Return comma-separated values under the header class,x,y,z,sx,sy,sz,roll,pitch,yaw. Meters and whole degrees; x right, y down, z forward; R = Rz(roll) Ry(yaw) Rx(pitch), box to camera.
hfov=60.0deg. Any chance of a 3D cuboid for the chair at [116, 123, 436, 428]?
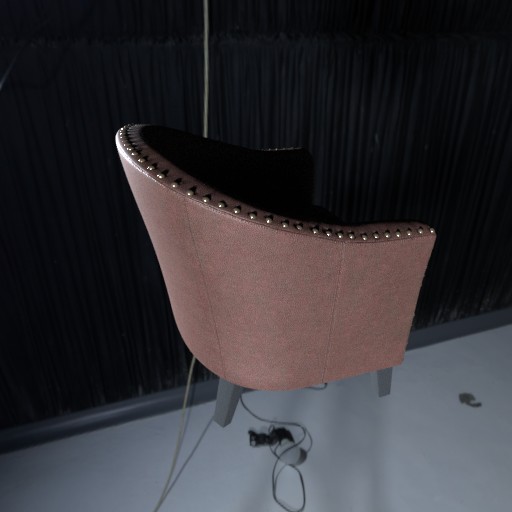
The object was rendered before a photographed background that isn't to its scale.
class,x,y,z,sx,sy,sz,roll,pitch,yaw
chair,0.000,0.000,1.425,0.748,0.823,0.794,-10,31,-17
